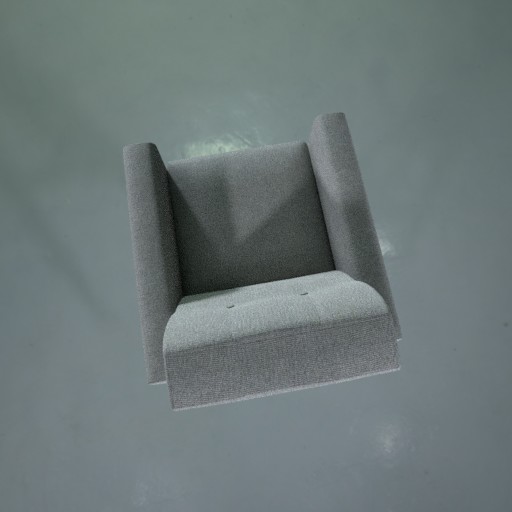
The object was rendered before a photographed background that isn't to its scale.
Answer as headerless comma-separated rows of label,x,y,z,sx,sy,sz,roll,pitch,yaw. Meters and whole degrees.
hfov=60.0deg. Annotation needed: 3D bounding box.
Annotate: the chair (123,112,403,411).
chair,0.000,0.000,1.648,0.845,0.968,0.942,-10,76,-2
